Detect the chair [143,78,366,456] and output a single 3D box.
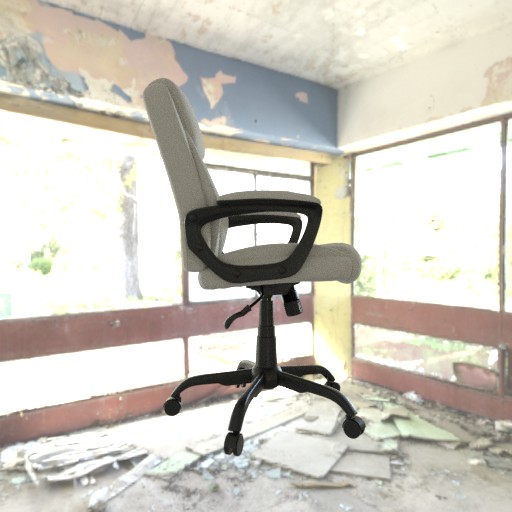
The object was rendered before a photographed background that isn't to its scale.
[{"bbox_3d":[0.000,0.000,1.487,0.669,1.065,0.663,0,0,0],"label":"chair"}]
